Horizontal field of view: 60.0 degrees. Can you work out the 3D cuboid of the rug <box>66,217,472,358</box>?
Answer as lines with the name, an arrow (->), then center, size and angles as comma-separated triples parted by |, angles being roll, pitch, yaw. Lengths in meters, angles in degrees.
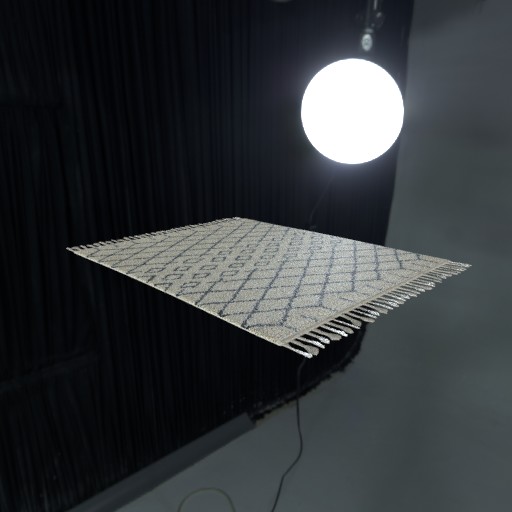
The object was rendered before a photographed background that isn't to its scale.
rug -> 0.000, 0.000, 4.311 | 2.388, 0.030, 3.213 | -16, 22, -43
